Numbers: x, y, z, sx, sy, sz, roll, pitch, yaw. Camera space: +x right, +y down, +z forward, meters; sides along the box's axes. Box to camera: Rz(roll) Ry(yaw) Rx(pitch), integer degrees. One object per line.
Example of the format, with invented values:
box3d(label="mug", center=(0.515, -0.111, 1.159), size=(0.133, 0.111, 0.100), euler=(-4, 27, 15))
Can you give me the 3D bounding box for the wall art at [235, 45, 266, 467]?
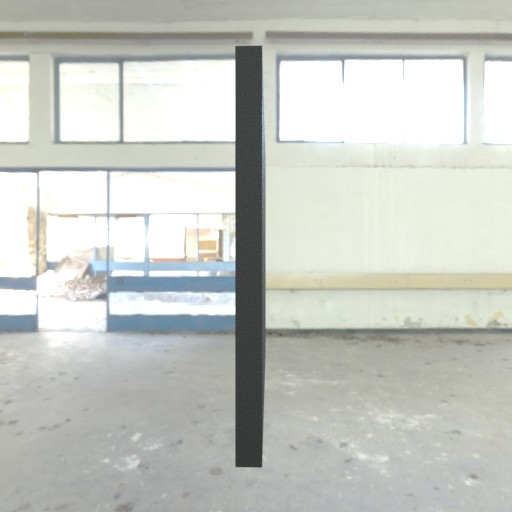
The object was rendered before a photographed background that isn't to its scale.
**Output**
box3d(label="wall art", center=(0.000, 0.000, 0.759), size=(0.029, 0.457, 0.558), euler=(0, 0, 2))
